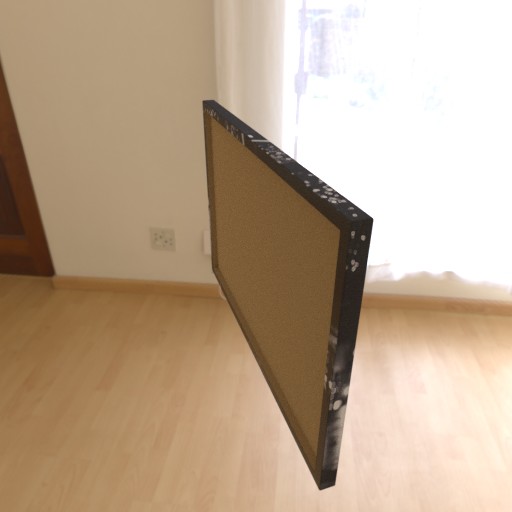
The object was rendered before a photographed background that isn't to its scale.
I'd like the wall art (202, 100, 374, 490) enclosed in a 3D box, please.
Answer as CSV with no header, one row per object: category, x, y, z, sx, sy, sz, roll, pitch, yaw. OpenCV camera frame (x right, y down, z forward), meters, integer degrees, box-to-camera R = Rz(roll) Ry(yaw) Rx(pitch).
wall art,0.000,0.000,1.137,0.038,0.609,0.914,-10,31,-16
